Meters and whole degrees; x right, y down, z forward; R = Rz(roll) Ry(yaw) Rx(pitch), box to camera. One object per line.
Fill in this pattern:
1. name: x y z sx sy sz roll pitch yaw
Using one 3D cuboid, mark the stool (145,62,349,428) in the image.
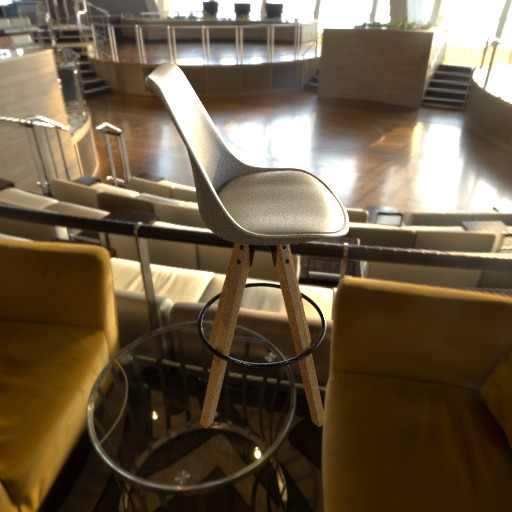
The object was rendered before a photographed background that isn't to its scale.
1. stool: 0.000 0.000 1.418 0.550 1.115 0.485 0 32 -1
